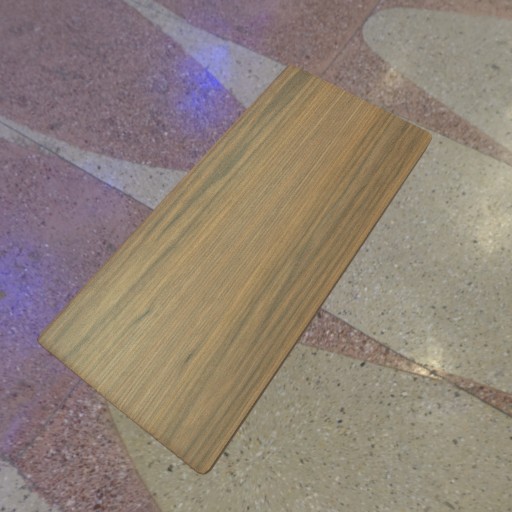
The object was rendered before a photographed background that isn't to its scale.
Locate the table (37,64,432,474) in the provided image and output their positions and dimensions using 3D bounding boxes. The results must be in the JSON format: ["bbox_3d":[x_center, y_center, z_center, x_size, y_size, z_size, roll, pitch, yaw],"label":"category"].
[{"bbox_3d":[0.000,0.000,1.674,0.637,0.468,1.375,32,69,14],"label":"table"}]
